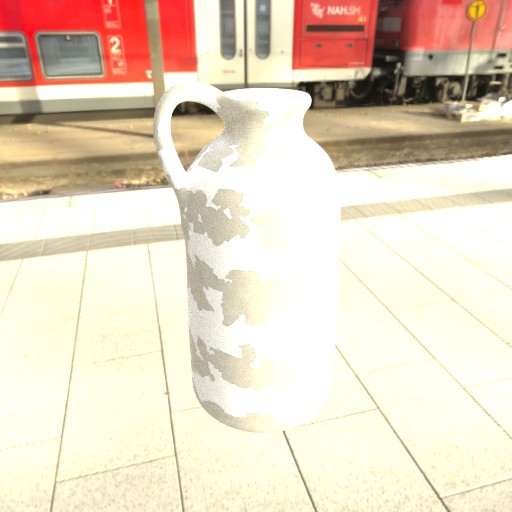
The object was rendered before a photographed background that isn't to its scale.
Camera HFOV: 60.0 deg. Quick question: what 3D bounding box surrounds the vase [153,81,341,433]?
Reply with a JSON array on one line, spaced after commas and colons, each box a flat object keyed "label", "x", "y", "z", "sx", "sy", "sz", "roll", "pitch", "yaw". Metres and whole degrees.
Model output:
[{"label": "vase", "x": 0.000, "y": 0.000, "z": 0.511, "sx": 0.203, "sy": 0.382, "sz": 0.186, "roll": -8, "pitch": 29, "yaw": -15}]
